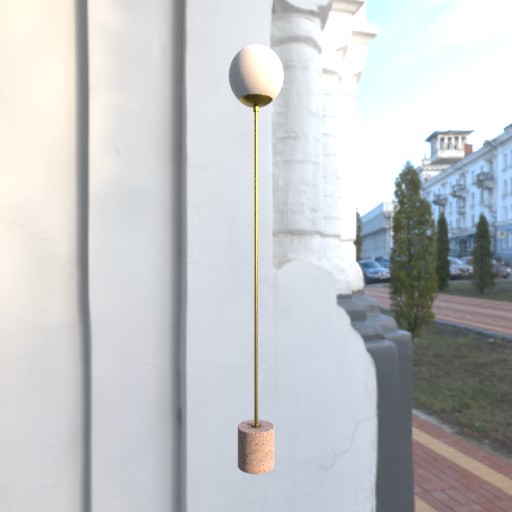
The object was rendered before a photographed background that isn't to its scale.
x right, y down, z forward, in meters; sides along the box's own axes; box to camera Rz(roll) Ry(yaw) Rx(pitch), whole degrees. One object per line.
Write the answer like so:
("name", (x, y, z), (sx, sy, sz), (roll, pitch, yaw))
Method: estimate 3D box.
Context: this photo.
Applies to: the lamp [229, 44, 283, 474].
("lamp", (0.000, 0.000, 1.853), (0.229, 1.748, 0.229), (0, 0, 0))
